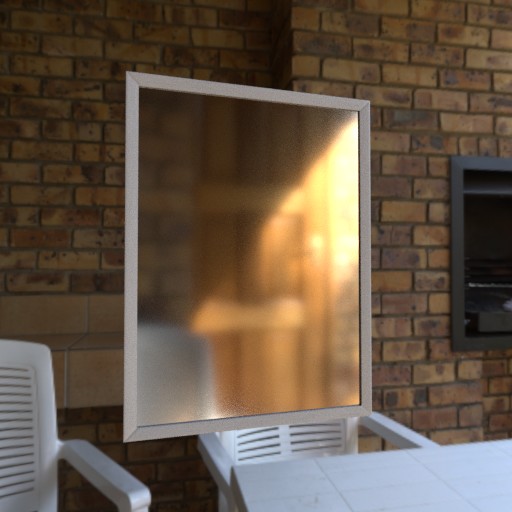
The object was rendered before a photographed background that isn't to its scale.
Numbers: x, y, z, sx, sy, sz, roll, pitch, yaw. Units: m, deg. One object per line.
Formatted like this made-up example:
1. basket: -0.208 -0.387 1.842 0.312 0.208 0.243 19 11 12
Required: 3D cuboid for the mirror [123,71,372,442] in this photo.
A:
1. mirror: 0.000 0.000 1.340 0.762 1.016 0.040 0 -1 -17
